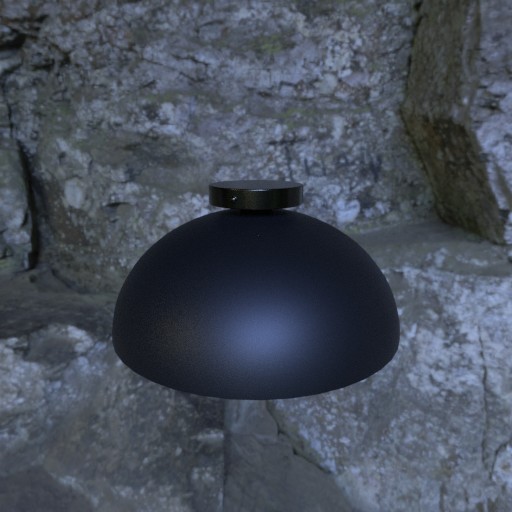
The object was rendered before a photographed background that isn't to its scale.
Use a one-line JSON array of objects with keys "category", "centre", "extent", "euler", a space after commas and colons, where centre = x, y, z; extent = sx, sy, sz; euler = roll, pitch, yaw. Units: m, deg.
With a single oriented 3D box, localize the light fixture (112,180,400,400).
[{"category": "light fixture", "centre": [0.000, 0.000, 0.551], "extent": [0.355, 0.177, 0.355], "euler": [0, 15, 0]}]
